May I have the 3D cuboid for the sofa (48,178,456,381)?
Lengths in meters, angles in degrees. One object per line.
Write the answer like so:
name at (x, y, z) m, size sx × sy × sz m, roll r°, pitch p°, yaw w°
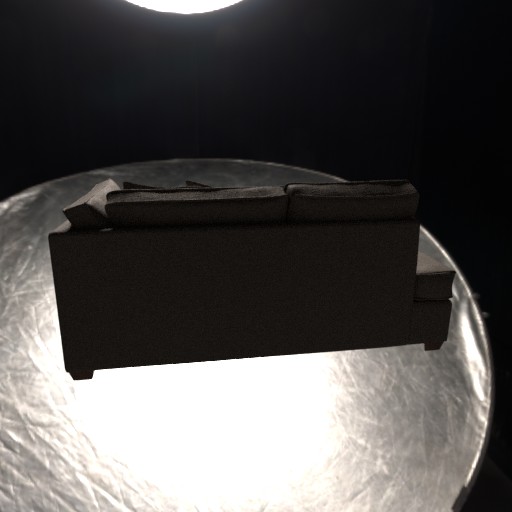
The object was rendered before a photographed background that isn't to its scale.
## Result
sofa at (0.000, 0.000, 2.913) m, size 2.237 × 1.033 × 1.110 m, roll -3°, pitch 16°, yaw -9°
